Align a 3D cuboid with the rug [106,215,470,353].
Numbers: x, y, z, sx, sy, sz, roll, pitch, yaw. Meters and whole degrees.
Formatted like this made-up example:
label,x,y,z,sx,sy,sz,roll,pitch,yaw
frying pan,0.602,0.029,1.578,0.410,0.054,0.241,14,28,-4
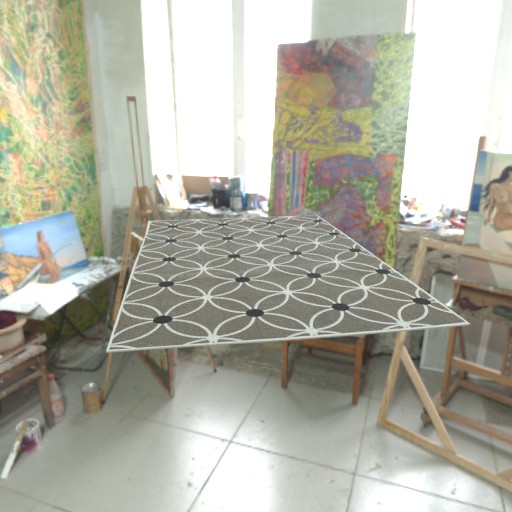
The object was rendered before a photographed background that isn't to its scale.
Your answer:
label,x,y,z,sx,sy,sz,roll,pitch,yaw
rug,0.000,0.000,2.865,1.522,0.008,2.284,-3,17,-9
